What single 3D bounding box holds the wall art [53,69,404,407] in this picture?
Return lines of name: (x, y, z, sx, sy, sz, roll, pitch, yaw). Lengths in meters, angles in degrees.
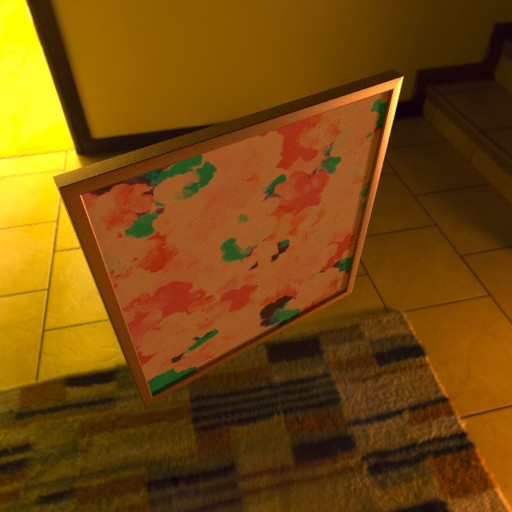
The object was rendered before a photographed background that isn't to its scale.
wall art: (0.000, 0.000, 1.131, 0.767, 0.765, 0.036, -25, 51, -22)
